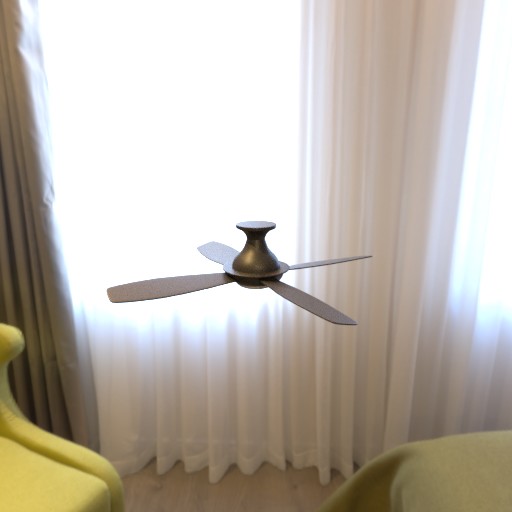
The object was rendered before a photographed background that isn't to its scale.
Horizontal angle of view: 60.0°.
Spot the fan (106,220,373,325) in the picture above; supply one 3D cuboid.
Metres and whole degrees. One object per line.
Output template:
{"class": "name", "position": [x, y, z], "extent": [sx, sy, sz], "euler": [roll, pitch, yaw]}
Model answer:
{"class": "fan", "position": [0.000, 0.000, 2.592], "extent": [1.694, 0.382, 1.694], "euler": [-8, 17, -27]}
